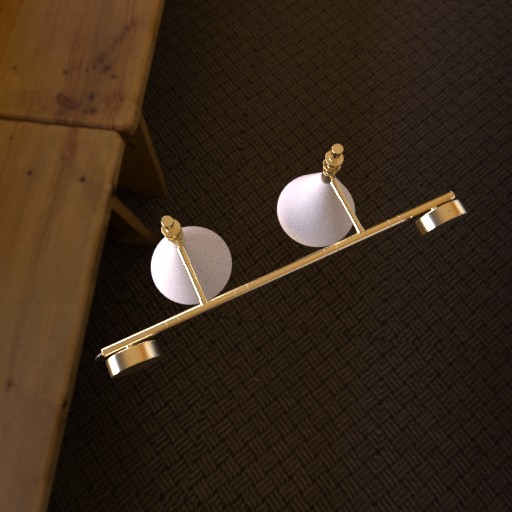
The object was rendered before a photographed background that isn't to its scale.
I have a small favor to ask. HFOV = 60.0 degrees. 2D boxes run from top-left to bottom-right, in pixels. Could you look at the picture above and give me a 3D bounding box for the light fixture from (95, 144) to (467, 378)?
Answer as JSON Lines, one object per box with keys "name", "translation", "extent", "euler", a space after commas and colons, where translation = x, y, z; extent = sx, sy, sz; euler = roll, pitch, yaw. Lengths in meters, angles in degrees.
{"name": "light fixture", "translation": [0.000, 0.000, 0.858], "extent": [0.642, 0.468, 0.239], "euler": [-24, 76, -6]}
